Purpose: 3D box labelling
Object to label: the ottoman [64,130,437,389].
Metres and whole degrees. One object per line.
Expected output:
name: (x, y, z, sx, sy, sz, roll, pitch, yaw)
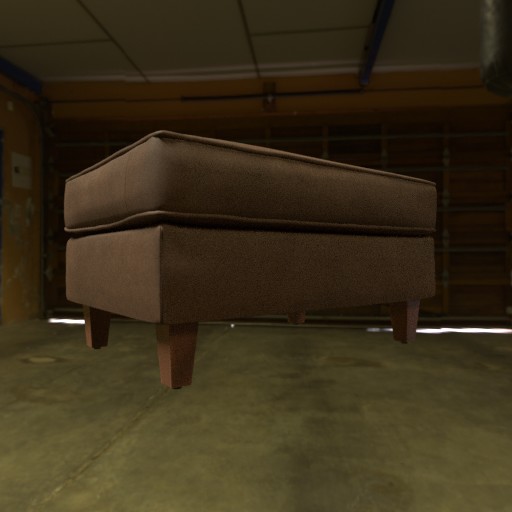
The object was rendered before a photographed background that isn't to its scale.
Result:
ottoman: (0.000, 0.000, 1.188, 0.860, 0.481, 0.596, 0, 0, -38)
